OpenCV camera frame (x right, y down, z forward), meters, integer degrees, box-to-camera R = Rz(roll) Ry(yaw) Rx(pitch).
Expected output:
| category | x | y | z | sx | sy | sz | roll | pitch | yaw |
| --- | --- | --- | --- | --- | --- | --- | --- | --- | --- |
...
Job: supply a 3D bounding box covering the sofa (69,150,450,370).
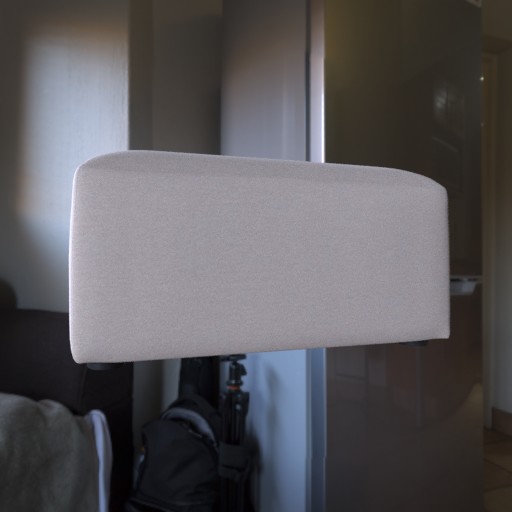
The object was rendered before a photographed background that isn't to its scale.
| category | x | y | z | sx | sy | sz | roll | pitch | yaw |
| --- | --- | --- | --- | --- | --- | --- | --- | --- | --- |
| sofa | 0.000 | 0.000 | 1.234 | 0.930 | 0.470 | 0.480 | 0 | 0 | -18 |
